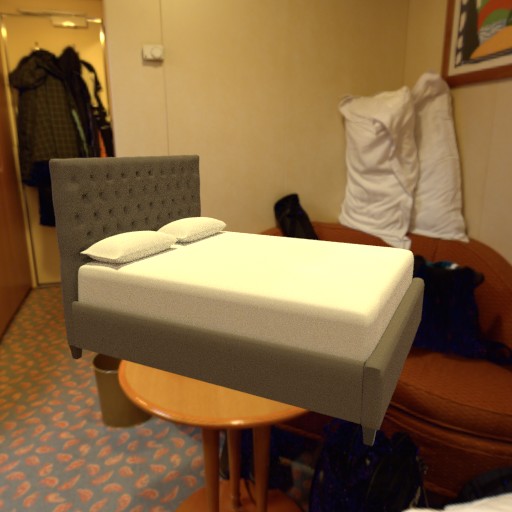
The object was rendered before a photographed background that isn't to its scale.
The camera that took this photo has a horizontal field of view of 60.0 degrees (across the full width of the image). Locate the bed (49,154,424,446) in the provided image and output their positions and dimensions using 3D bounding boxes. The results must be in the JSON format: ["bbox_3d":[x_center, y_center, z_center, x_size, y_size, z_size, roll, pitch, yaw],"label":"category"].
[{"bbox_3d":[0.000,0.000,3.297,2.233,1.426,1.696,7,16,26],"label":"bed"}]
